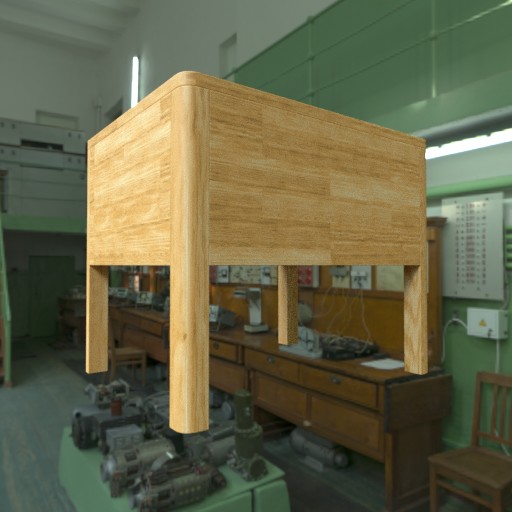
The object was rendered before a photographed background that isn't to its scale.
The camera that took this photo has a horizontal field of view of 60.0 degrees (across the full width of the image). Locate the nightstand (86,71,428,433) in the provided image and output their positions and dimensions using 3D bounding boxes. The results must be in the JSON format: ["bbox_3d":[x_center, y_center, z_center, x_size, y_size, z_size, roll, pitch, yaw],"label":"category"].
[{"bbox_3d":[0.000,0.000,0.909,0.560,0.470,0.440,1,-1,-37],"label":"nightstand"}]
